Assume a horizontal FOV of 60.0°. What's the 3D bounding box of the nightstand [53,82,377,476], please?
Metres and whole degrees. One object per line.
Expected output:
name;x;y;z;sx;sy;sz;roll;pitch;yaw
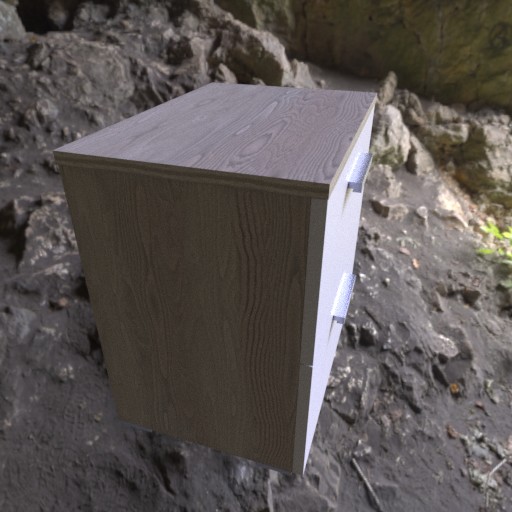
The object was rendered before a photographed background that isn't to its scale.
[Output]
nightstand;0.000;0.000;0.743;0.325;0.461;0.442;10;32;16
